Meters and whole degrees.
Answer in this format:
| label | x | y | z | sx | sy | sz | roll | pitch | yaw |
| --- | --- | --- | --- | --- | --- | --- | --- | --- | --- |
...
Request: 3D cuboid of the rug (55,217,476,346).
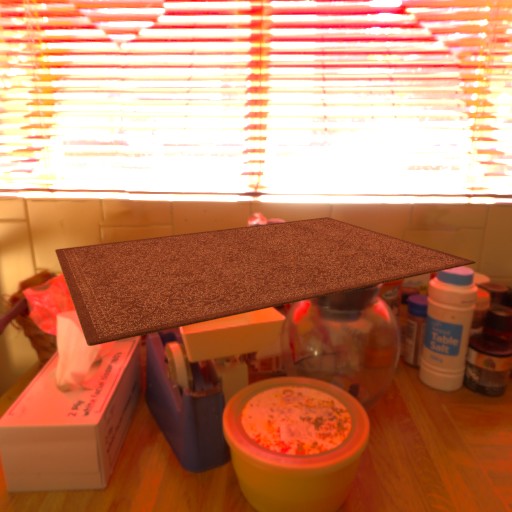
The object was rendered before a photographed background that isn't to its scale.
| label | x | y | z | sx | sy | sz | roll | pitch | yaw |
| --- | --- | --- | --- | --- | --- | --- | --- | --- | --- |
| rug | 0.000 | 0.000 | 2.303 | 1.829 | 0.010 | 1.219 | -9 | 19 | -27 |
